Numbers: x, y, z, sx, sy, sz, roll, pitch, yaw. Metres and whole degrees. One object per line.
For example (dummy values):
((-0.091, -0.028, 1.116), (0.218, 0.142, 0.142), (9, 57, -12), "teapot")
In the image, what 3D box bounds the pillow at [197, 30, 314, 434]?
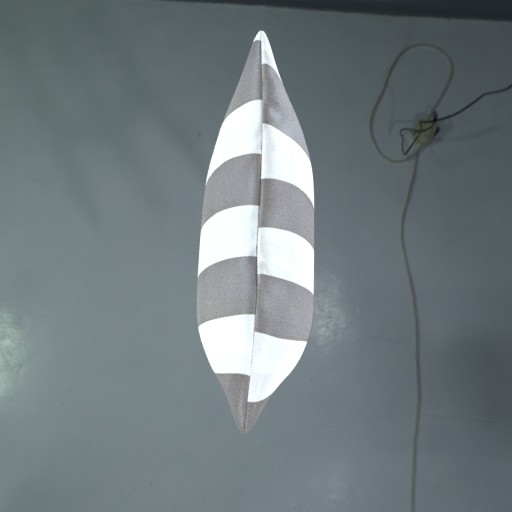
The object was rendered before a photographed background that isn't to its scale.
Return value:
((0.000, 0.000, 0.786), (0.192, 0.507, 0.522), (2, 76, 1), "pillow")
